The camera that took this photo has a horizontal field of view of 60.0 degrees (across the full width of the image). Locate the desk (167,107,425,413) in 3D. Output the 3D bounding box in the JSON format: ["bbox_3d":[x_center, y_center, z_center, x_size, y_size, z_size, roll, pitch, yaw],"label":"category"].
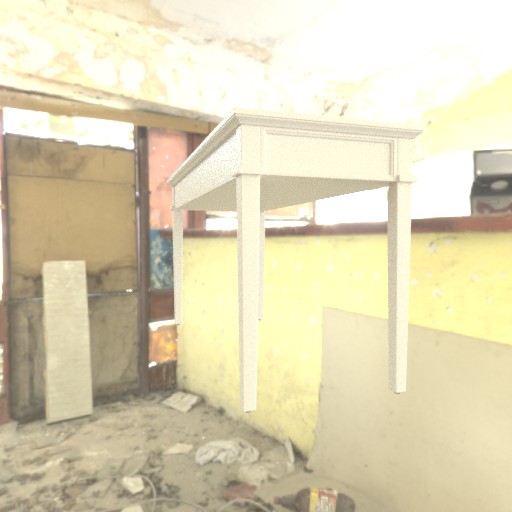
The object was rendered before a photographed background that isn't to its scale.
[{"bbox_3d":[0.000,0.000,1.830,0.559,0.774,1.372,-1,2,-18],"label":"desk"}]
